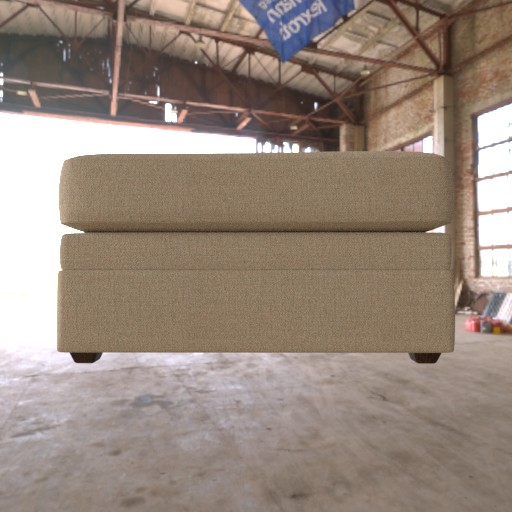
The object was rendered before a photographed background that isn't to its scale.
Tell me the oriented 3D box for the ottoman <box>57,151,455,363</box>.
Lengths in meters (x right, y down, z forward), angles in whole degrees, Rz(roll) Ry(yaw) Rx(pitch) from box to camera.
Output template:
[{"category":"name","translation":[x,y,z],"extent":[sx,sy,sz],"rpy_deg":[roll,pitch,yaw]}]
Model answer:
[{"category":"ottoman","translation":[0.000,0.000,1.237],"extent":[0.885,0.478,0.637],"rpy_deg":[0,-1,0]}]
